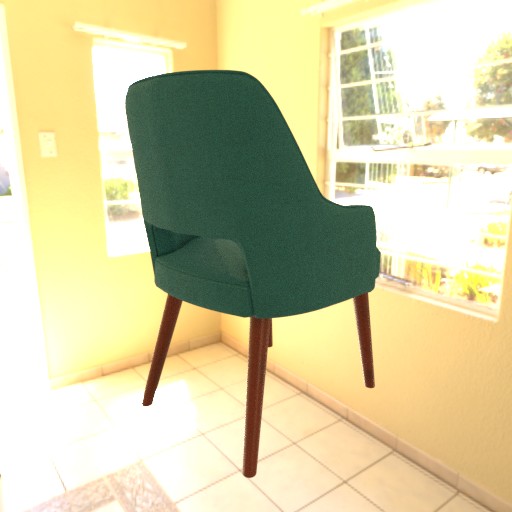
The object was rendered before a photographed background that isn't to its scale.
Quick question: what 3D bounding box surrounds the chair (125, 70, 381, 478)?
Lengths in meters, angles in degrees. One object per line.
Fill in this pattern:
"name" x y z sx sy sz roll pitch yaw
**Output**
"chair" 0.000 0.000 1.193 0.548 0.849 0.605 12 18 42
